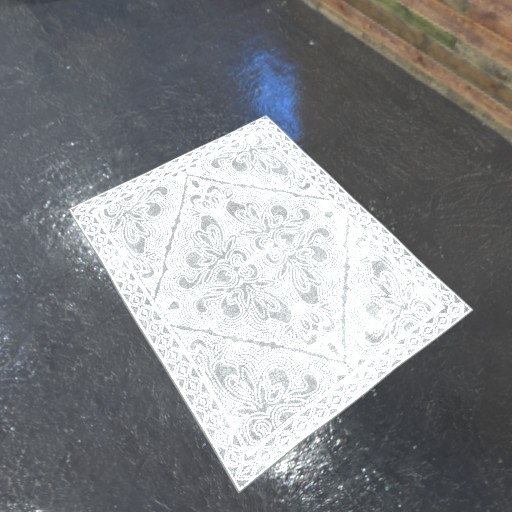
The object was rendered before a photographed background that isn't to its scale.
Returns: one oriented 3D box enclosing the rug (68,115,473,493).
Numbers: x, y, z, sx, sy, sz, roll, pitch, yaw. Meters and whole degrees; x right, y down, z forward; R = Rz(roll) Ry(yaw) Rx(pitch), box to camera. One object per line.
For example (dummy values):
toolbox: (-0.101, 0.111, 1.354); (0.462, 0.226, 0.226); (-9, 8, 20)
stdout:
rug: (0.000, 0.000, 4.076); (2.438, 0.012, 3.048); (-30, 62, -18)
